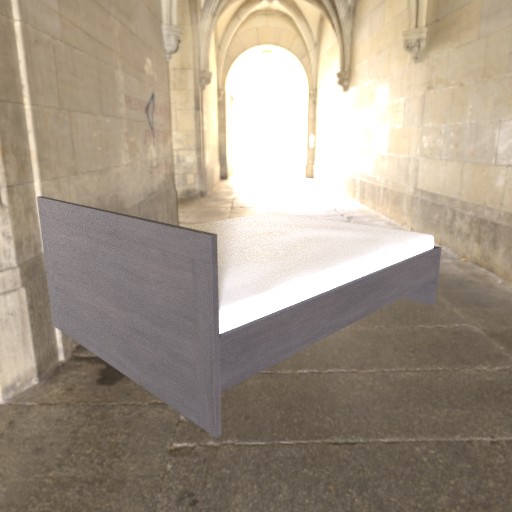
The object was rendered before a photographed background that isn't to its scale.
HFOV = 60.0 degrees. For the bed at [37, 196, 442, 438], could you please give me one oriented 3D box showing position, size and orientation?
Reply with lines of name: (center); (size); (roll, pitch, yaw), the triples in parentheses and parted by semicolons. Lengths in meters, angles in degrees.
bed: (0.000, 0.000, 2.899); (1.585, 0.823, 2.073); (14, 20, 42)
